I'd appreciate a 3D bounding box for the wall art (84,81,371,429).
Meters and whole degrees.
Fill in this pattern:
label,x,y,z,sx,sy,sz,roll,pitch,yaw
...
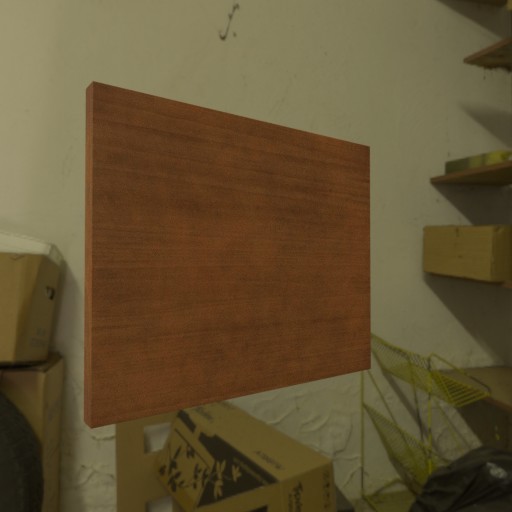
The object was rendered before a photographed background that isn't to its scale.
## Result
label,x,y,z,sx,sy,sz,roll,pitch,yaw
wall art,0.000,0.000,0.760,0.558,0.457,0.033,1,-1,-36
